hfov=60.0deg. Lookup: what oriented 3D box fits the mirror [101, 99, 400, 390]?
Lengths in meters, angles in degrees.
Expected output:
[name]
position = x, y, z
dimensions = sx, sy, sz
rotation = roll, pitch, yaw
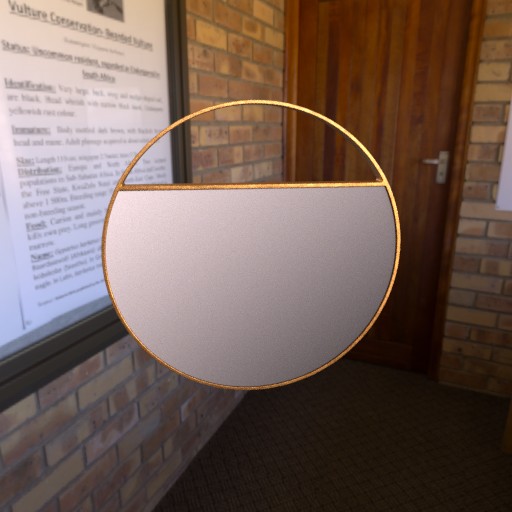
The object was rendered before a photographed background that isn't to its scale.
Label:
[mirror]
position = 0.000, 0.000, 0.851
dimensions = 0.565, 0.565, 0.032
rotation = -2, 16, -7
